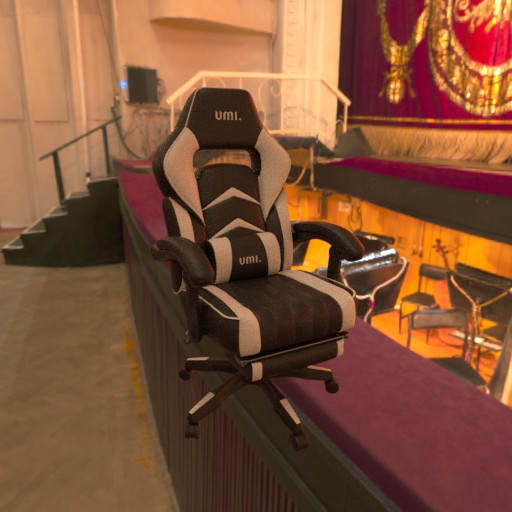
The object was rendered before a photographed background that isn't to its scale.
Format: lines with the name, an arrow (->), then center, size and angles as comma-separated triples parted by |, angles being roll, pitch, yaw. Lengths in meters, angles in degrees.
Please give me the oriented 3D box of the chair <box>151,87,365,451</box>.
chair -> 0.000, 0.000, 1.625 | 0.676, 1.200, 0.700 | -8, 18, -27
